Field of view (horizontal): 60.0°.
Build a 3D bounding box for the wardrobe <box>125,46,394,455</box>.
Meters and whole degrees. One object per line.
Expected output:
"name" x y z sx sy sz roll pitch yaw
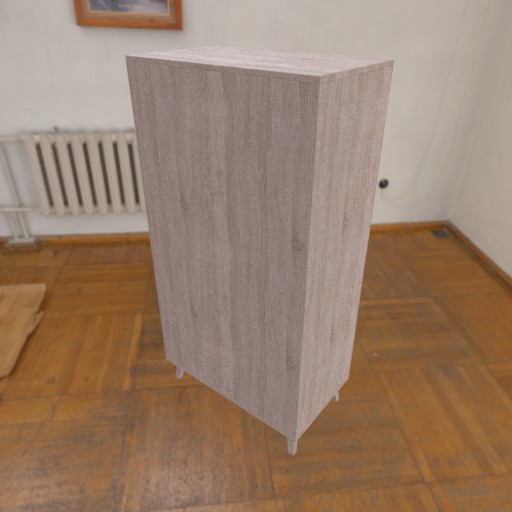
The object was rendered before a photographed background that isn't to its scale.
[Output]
"wardrobe" 0.000 0.000 2.381 1.000 1.960 0.600 22 36 32
